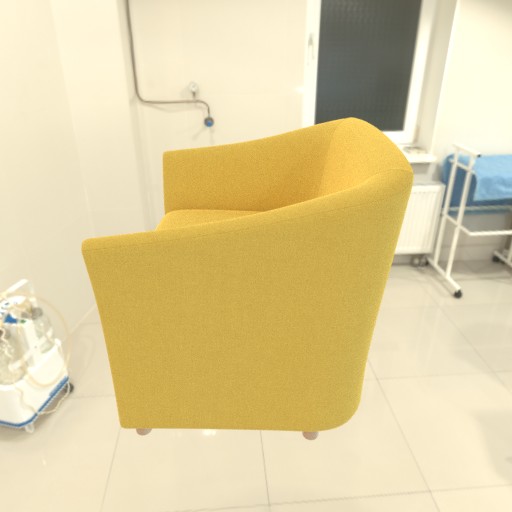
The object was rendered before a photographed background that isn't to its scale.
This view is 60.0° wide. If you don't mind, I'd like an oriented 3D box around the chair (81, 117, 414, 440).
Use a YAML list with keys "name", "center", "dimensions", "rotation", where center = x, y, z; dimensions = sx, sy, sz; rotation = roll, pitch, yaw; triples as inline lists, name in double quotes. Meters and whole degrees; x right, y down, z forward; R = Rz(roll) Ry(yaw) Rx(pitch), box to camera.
- name: "chair"
  center: [0.000, 0.000, 1.321]
  dimensions: [0.700, 0.720, 0.790]
  rotation: [1, 27, 2]
